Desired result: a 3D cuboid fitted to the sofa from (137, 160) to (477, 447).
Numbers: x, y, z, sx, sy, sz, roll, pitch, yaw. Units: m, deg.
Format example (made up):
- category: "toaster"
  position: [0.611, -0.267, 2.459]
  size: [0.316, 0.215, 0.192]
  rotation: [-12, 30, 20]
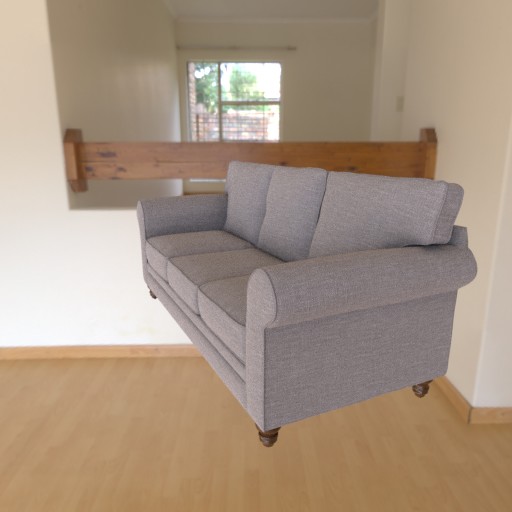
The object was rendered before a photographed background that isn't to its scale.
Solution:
- category: "sofa"
  position: [0.000, 0.000, 2.446]
  size: [0.916, 0.961, 2.084]
  rotation: [-7, 16, -25]
